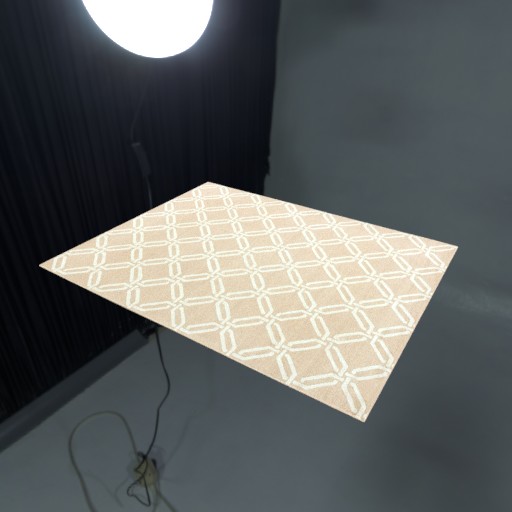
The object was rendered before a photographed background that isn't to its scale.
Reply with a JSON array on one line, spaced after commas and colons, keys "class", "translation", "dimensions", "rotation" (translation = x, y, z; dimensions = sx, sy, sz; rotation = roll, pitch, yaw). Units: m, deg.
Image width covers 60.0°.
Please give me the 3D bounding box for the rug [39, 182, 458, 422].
[{"class": "rug", "translation": [0.000, 0.000, 3.888], "dimensions": [2.895, 0.018, 2.288], "rotation": [19, 36, 28]}]
